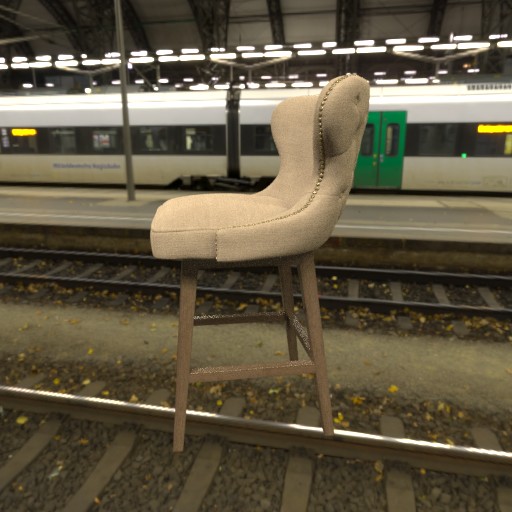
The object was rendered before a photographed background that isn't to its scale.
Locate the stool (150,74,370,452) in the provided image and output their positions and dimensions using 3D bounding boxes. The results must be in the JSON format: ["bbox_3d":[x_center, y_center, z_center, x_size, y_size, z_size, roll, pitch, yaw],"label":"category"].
[{"bbox_3d":[0.000,0.000,1.345,0.597,0.972,0.615,-2,14,-9],"label":"stool"}]
